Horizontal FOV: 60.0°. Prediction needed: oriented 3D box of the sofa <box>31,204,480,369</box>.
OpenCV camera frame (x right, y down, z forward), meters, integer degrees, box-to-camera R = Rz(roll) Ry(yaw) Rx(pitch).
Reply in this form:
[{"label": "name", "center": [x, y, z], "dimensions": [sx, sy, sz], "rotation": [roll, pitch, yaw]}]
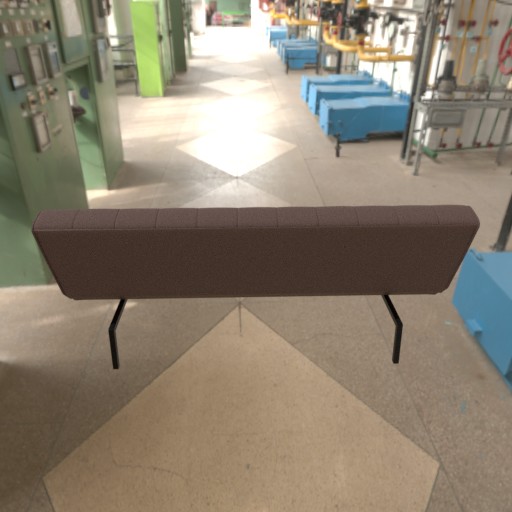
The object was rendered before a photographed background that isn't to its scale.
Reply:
[{"label": "sofa", "center": [0.000, 0.000, 2.114], "dimensions": [1.703, 0.699, 0.747], "rotation": [-1, 30, -1]}]
